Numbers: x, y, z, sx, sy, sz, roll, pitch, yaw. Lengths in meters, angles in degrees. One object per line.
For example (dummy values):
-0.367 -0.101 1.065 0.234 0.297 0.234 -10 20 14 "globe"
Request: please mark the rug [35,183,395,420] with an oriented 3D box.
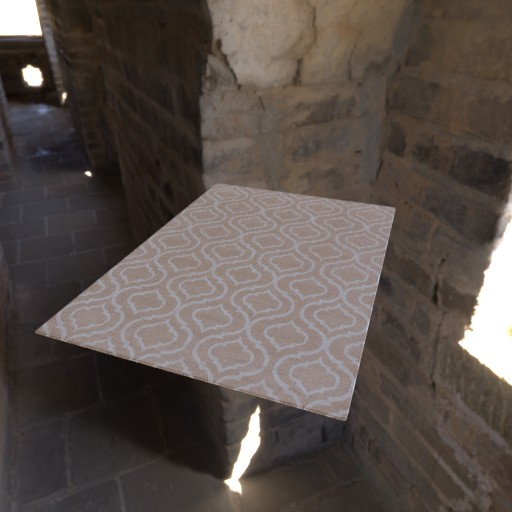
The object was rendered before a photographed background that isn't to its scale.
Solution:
0.000 0.000 2.801 1.524 0.010 2.134 10 32 17 "rug"
